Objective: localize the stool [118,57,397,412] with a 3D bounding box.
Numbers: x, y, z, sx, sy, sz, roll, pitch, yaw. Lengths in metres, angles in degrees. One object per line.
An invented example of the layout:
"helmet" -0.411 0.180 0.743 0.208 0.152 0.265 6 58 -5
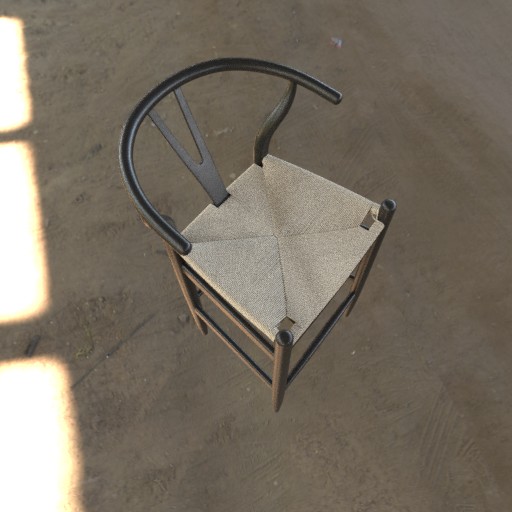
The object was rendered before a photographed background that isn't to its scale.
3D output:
"stool" 0.000 0.000 1.342 0.579 0.970 0.569 34 65 18
